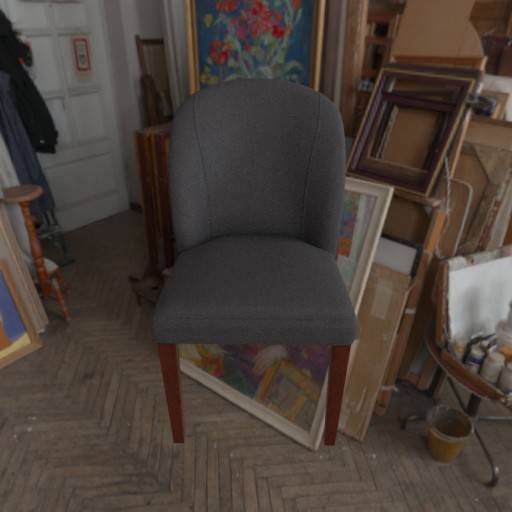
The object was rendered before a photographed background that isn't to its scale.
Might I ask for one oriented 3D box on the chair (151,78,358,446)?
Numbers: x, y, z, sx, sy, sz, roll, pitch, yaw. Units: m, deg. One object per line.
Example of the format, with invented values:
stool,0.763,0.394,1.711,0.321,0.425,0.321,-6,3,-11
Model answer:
chair,0.000,0.000,1.267,0.506,0.879,0.619,0,29,1
